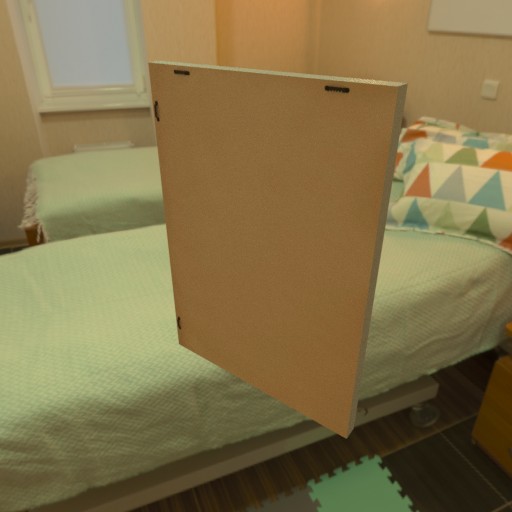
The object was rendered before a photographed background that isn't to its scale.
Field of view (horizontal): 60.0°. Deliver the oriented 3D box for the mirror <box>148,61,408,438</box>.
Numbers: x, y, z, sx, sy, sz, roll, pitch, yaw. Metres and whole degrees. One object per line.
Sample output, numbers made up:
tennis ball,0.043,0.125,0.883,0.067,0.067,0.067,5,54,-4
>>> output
mirror,0.000,0.000,0.916,0.507,0.710,0.039,20,35,32
